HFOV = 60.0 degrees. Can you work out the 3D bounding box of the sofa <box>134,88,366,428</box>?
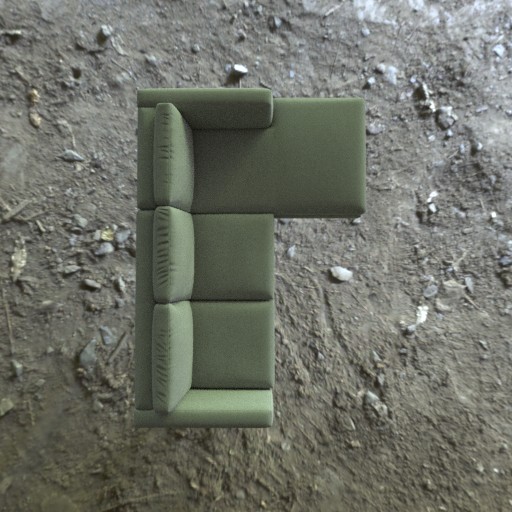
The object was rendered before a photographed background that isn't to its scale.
[{"bbox_3d":[0.000,0.000,3.167,1.580,0.860,2.300,0,88,0],"label":"sofa"}]
